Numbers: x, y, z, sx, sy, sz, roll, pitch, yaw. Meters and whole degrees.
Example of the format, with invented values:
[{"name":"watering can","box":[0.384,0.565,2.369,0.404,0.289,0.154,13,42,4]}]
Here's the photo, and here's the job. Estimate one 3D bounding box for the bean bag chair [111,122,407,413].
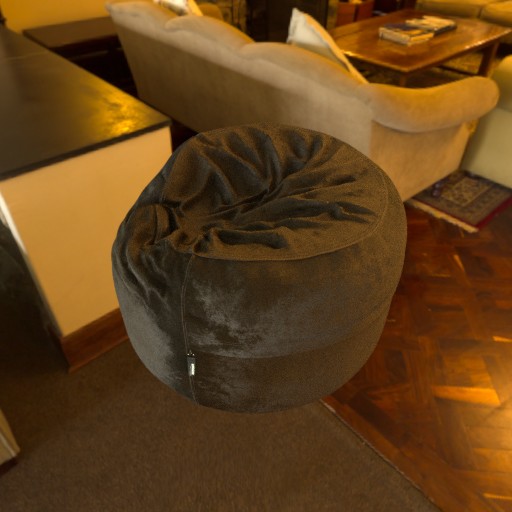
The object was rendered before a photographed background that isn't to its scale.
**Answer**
[{"name":"bean bag chair","box":[0.000,0.000,1.467,0.918,0.605,0.918,0,40,0]}]
